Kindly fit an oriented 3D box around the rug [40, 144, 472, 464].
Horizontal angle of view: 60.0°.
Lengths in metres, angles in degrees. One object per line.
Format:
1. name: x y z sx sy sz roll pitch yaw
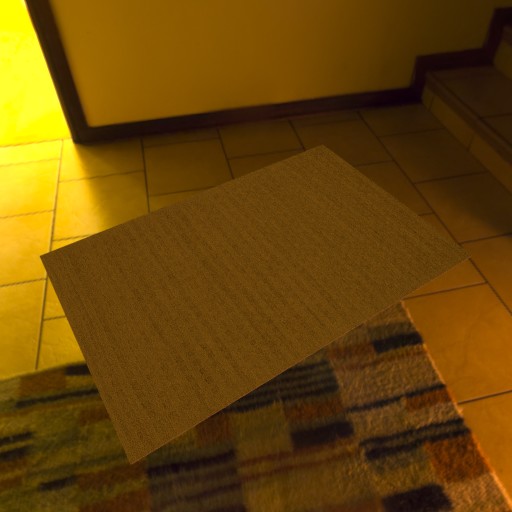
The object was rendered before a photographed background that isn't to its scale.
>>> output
1. rug: 0.000 0.000 2.143 1.752 0.006 1.142 -26 52 -22
